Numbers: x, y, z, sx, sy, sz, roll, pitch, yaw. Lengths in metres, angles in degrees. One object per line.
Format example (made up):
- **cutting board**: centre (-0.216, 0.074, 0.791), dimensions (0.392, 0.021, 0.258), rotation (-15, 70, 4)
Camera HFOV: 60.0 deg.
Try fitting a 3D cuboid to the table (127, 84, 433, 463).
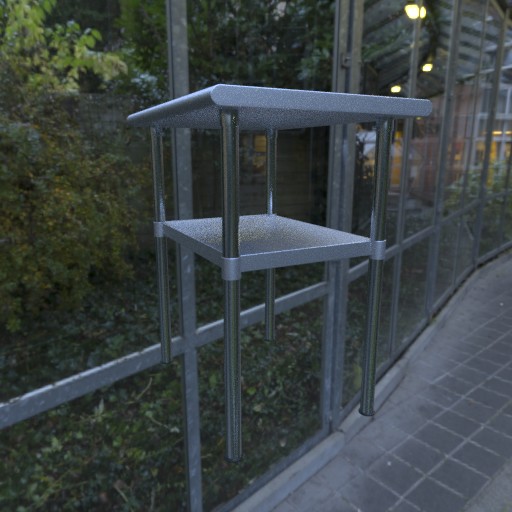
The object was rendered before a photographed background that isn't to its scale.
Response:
- **table**: centre (0.000, 0.000, 1.382), dimensions (0.584, 0.876, 0.762), rotation (-7, 15, -27)
